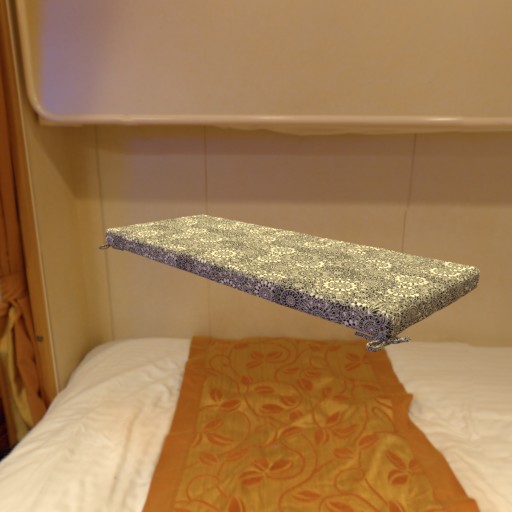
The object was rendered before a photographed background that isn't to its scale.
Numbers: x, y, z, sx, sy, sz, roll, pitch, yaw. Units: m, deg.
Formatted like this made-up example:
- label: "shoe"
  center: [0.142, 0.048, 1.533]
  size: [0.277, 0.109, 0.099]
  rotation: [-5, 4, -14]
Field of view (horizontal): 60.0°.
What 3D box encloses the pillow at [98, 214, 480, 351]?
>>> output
- label: "pillow"
  center: [0.000, 0.000, 1.362]
  size: [0.492, 0.081, 1.187]
  rotation: [-14, 21, -43]
